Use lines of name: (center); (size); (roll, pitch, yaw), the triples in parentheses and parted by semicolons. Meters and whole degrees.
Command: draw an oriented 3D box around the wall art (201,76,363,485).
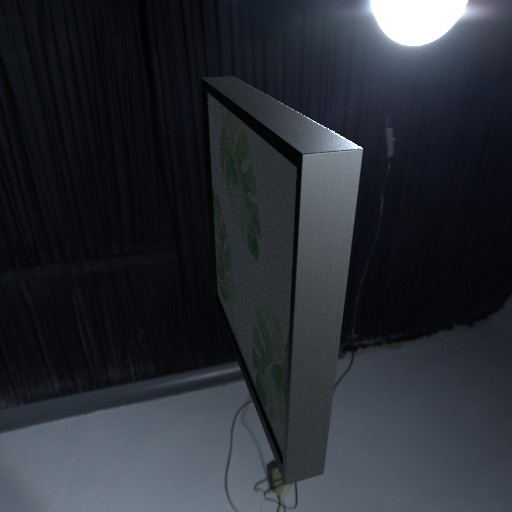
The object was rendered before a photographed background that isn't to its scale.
wall art: (0.000, 0.000, 0.454); (0.038, 0.304, 0.304); (-9, 31, -15)
